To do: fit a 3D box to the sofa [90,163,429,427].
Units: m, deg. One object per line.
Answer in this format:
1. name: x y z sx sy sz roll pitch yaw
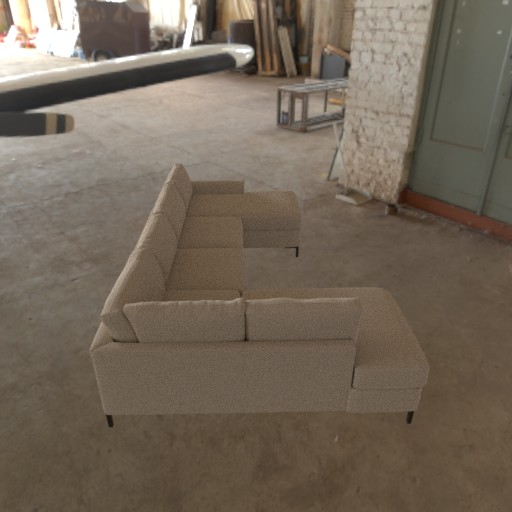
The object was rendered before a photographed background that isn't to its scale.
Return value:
1. sofa: 0.000 0.000 3.871 1.989 0.862 2.984 -1 29 -1
